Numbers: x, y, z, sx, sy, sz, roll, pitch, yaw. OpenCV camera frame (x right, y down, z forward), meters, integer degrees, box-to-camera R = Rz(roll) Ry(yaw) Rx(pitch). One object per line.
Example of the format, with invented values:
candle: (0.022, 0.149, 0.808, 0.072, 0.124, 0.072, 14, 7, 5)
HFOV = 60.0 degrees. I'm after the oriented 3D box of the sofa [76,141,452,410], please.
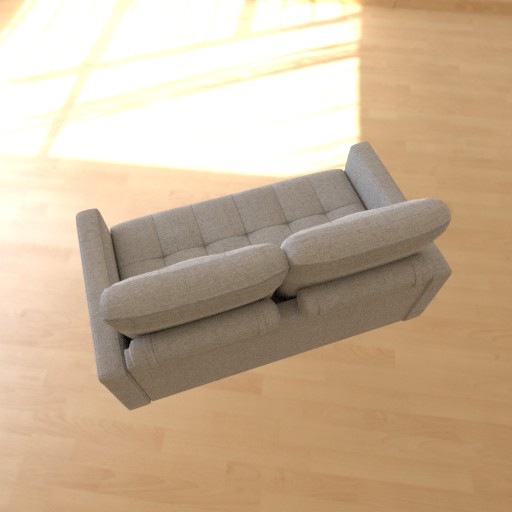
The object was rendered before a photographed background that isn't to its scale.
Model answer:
sofa: (0.000, 0.000, 1.937, 1.407, 0.907, 0.842, -16, 59, -10)
